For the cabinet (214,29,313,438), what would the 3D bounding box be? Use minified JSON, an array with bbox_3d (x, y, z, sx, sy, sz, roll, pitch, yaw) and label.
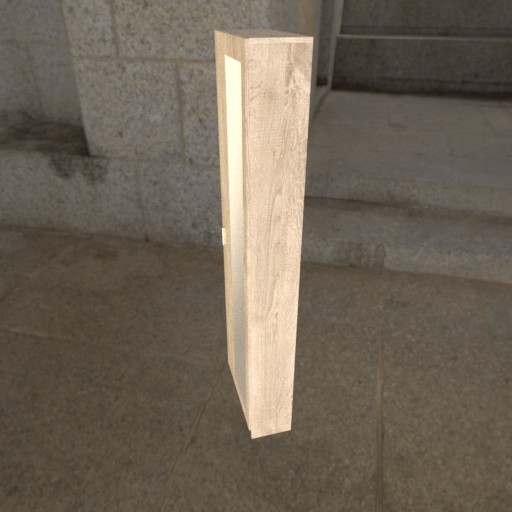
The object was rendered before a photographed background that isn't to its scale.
[{"bbox_3d":[0.000,0.000,1.988,0.230,1.790,0.500,-8,31,-13],"label":"cabinet"}]
